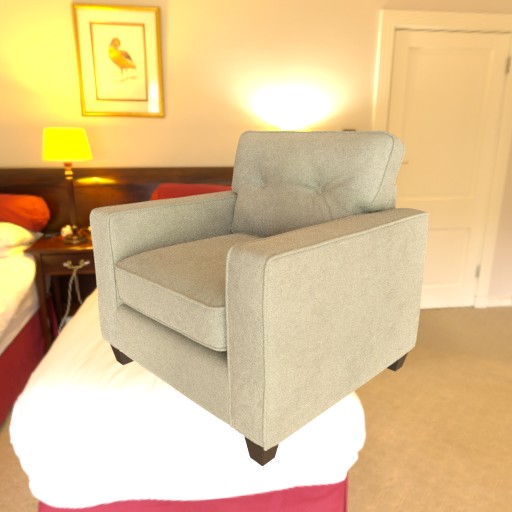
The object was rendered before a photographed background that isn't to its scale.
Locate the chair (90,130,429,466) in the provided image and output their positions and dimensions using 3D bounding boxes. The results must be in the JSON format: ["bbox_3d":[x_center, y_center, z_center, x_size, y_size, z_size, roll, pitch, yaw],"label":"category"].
[{"bbox_3d":[0.000,0.000,1.774,0.939,0.965,1.015,-15,22,-43],"label":"chair"}]
